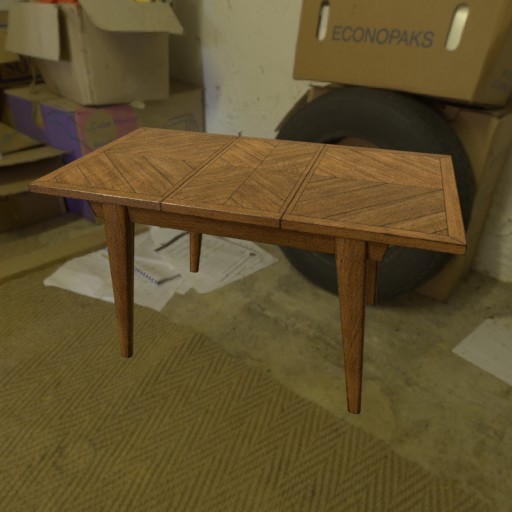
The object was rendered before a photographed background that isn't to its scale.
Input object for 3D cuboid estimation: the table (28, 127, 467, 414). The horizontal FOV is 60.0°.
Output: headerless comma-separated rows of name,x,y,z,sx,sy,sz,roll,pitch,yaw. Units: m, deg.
table,0.000,0.000,1.844,1.400,0.760,0.757,9,33,15
